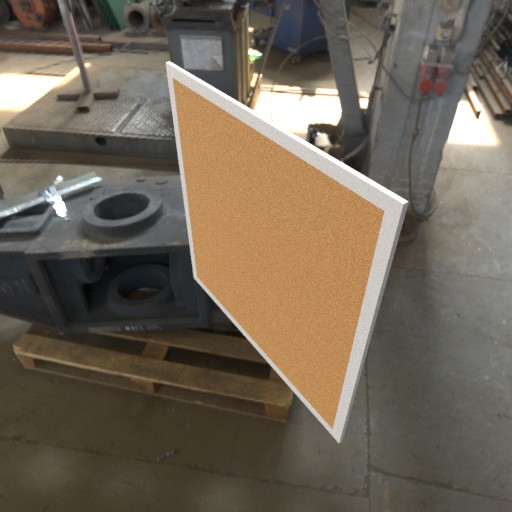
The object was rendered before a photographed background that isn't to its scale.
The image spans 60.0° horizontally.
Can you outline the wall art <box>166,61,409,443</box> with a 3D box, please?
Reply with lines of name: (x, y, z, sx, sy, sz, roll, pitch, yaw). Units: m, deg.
wall art: (0.000, 0.000, 0.837, 0.009, 0.559, 0.558, -26, 48, -26)
